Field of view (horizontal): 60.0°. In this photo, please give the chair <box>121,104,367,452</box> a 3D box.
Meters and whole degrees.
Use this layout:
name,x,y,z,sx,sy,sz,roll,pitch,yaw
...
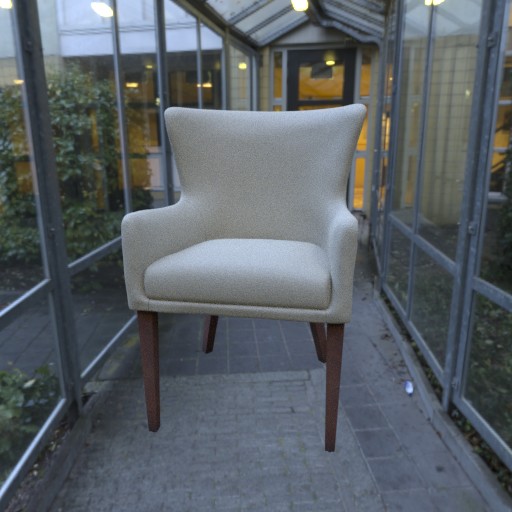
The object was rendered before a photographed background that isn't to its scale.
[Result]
name,x,y,z,sx,sy,sz,roll,pitch,yaw
chair,0.000,0.000,1.437,0.660,0.952,0.686,2,15,9
